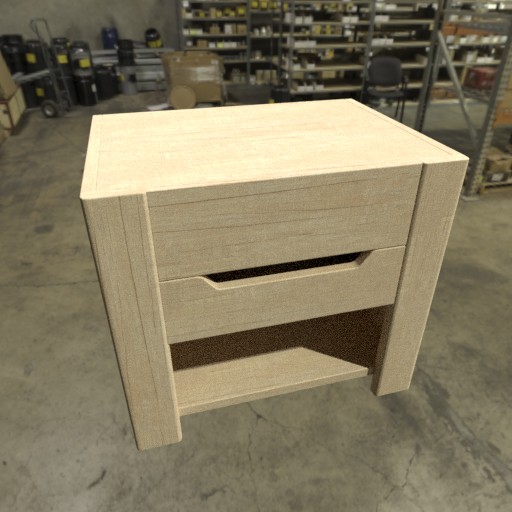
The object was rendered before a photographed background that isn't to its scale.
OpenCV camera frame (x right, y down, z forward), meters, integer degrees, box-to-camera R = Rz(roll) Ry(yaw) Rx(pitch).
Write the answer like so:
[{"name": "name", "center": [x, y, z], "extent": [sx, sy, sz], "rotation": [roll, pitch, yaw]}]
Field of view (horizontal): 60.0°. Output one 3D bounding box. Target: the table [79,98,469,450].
[{"name": "table", "center": [0.000, 0.000, 0.920], "extent": [0.570, 0.510, 0.420], "rotation": [-8, 33, -13]}]
